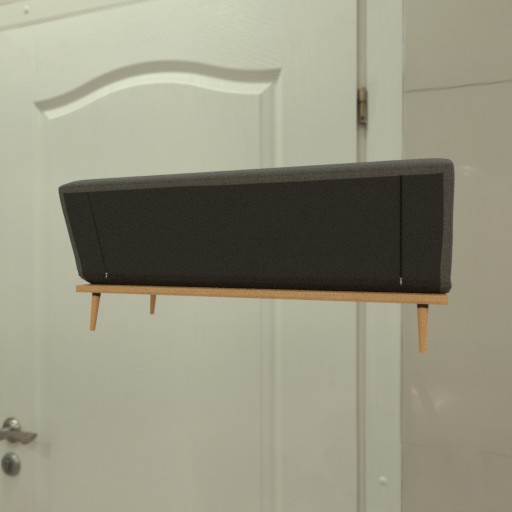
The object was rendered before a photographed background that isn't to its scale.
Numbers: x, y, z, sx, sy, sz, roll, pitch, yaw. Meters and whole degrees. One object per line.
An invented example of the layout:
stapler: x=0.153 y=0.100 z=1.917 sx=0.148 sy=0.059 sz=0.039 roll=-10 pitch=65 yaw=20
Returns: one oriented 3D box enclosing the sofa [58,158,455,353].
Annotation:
sofa: x=0.000 y=0.000 z=2.276 sx=1.820 sy=0.770 sz=0.820 roll=0 pitch=1 yaw=18
